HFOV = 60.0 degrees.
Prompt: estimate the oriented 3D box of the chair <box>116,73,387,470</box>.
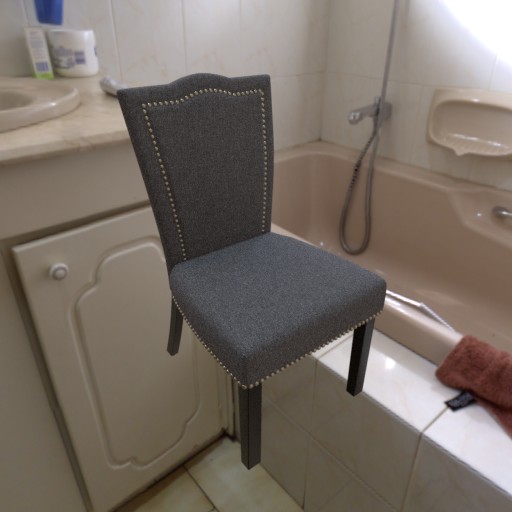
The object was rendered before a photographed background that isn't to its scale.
[{"bbox_3d":[0.000,0.000,1.294,0.518,0.946,0.589,-21,35,-32],"label":"chair"}]
